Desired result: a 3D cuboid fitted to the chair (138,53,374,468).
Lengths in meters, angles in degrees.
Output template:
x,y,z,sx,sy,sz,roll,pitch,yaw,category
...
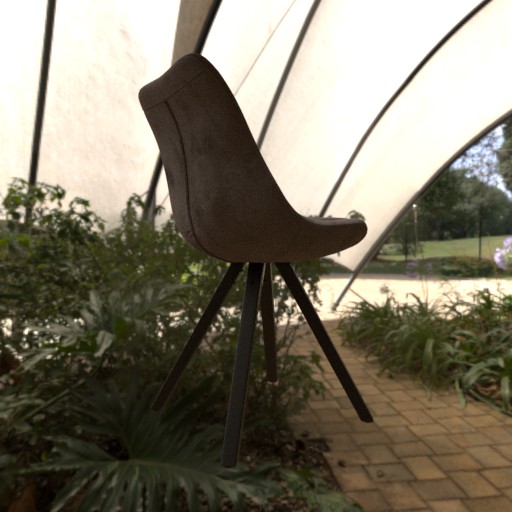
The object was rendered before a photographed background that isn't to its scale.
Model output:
x,y,z,sx,sy,sz,roll,pitch,yaw,category
0.000,0.000,1.173,0.550,0.850,0.485,-1,2,-35,chair
